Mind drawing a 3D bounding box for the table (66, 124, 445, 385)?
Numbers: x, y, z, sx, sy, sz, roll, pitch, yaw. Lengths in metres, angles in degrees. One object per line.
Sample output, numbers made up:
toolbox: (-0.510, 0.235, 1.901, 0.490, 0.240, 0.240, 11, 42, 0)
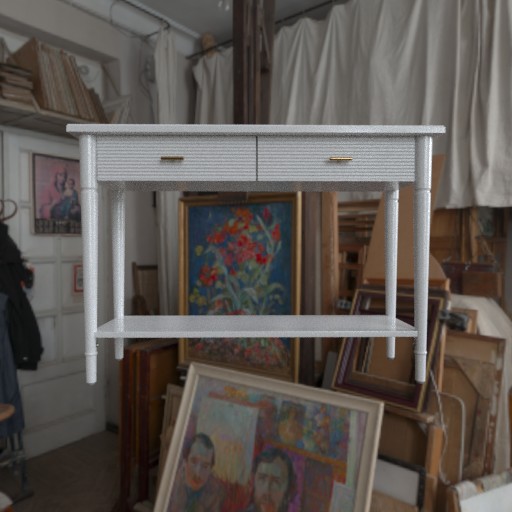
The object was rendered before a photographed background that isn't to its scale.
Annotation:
table: (0.000, 0.000, 1.446, 1.067, 0.749, 0.381, 0, 1, -1)
